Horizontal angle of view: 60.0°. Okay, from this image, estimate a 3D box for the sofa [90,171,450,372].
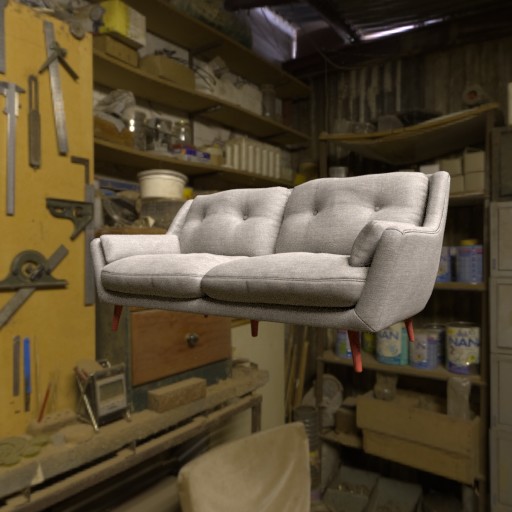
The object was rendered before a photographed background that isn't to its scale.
[{"bbox_3d":[0.000,0.000,2.463,1.930,0.897,0.976,0,0,37],"label":"sofa"}]
